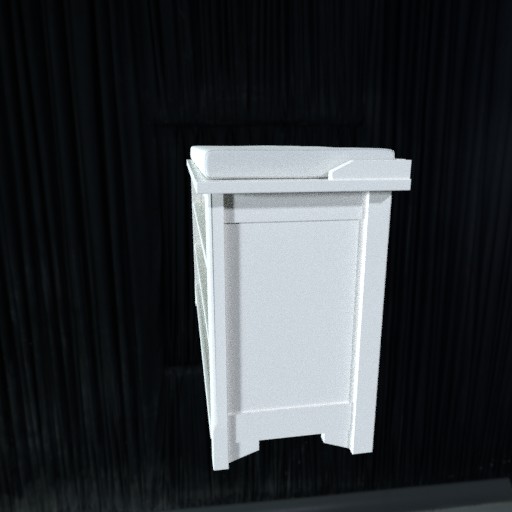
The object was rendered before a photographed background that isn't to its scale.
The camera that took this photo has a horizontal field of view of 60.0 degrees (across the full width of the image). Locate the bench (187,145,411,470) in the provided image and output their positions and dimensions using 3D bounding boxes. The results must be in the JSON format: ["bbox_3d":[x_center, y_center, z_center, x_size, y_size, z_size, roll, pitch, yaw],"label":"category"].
[{"bbox_3d":[0.000,0.000,1.224,0.346,0.589,0.987,-2,14,-9],"label":"bench"}]
